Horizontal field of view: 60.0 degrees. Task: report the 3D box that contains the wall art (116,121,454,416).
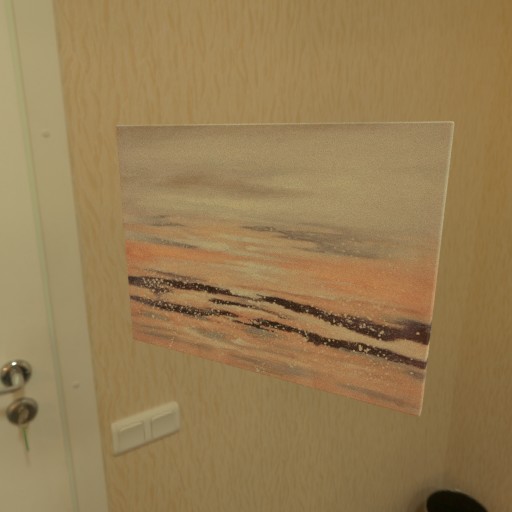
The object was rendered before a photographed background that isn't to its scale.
[{"bbox_3d":[0.000,0.000,1.334,1.015,0.763,0.038,8,17,27],"label":"wall art"}]
